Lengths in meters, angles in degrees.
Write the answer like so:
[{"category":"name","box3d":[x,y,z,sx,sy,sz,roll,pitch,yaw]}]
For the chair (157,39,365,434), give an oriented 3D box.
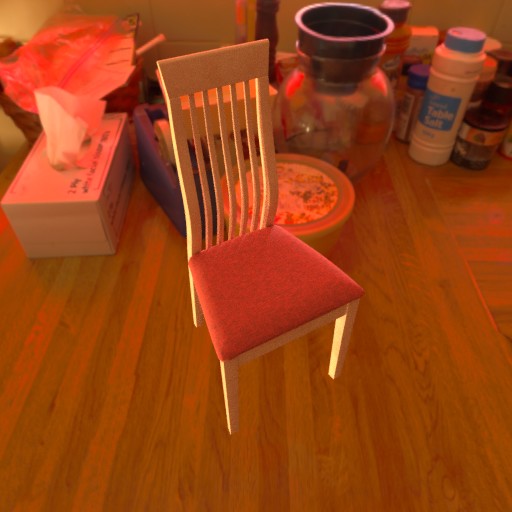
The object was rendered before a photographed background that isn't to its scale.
[{"category":"chair","box3d":[0.000,0.000,1.286,0.460,1.027,0.474,-22,49,-20]}]
